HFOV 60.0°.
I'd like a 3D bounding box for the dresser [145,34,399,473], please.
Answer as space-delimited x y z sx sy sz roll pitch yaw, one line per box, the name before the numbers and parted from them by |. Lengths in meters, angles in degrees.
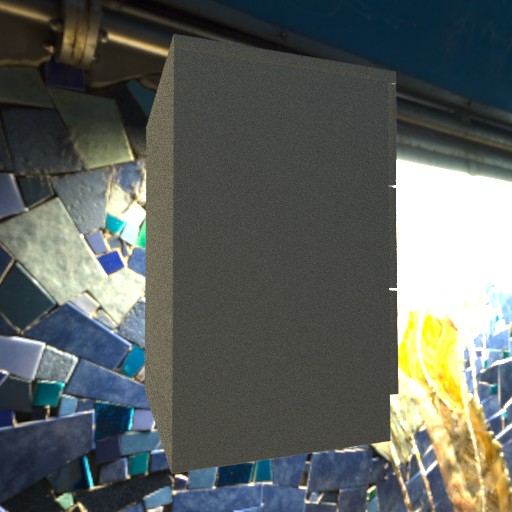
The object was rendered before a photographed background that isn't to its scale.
dresser | 0.000 0.000 0.810 0.360 0.560 0.400 1 -2 -19
